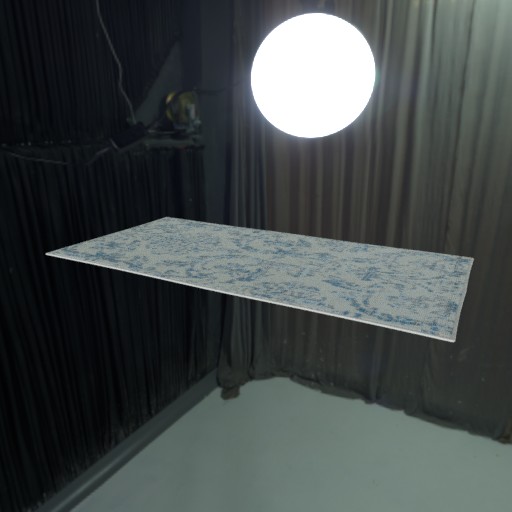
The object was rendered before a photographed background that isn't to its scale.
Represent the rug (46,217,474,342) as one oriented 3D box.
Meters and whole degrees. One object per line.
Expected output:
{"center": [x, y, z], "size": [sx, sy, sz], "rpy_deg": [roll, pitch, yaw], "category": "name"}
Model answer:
{"center": [0.000, 0.000, 1.406], "size": [1.220, 0.007, 0.605], "rpy_deg": [9, 20, 27], "category": "rug"}
